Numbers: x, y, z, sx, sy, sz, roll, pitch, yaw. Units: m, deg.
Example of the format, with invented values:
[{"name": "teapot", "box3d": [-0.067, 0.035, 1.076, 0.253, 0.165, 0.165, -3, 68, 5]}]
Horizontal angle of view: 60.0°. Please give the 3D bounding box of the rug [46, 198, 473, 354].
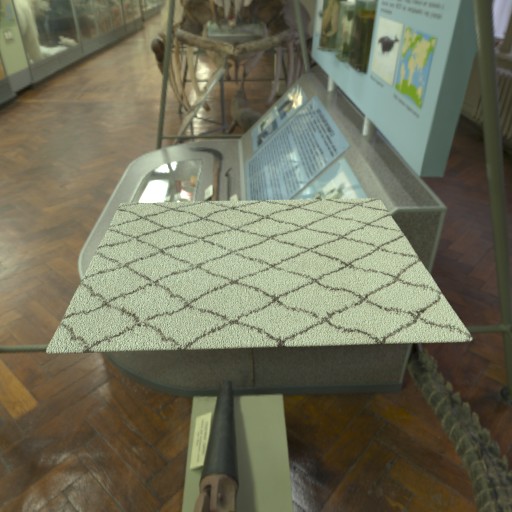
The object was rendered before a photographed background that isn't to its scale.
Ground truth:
[{"name": "rug", "box3d": [0.000, 0.000, 4.173, 3.047, 0.029, 2.438, -1, 32, -2]}]
